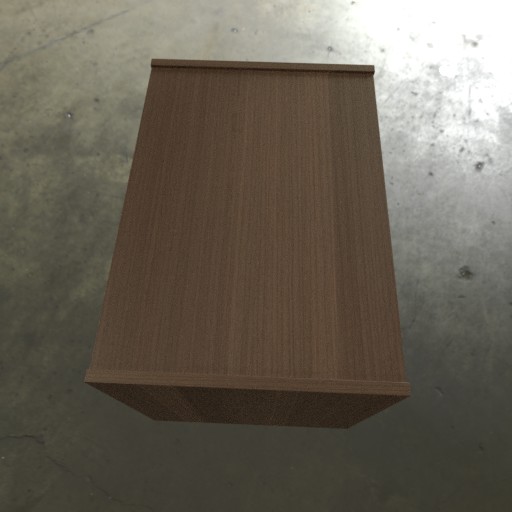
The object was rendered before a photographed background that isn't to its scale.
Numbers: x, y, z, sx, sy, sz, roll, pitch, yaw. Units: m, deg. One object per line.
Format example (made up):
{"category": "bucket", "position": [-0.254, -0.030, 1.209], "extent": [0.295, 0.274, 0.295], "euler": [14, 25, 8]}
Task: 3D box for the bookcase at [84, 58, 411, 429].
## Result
{"category": "bookcase", "position": [0.000, 0.000, 0.622], "extent": [0.290, 0.305, 0.415], "euler": [2, 64, 1]}
